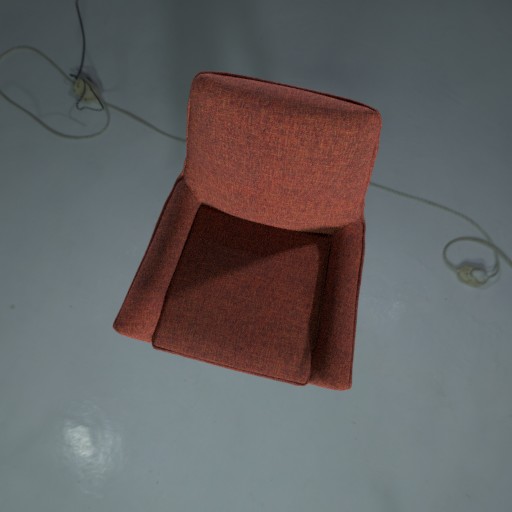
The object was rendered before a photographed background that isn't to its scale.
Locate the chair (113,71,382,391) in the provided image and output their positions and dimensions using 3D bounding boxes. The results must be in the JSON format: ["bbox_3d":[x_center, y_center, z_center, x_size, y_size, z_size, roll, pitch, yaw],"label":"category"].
[{"bbox_3d":[0.000,0.000,1.540,0.803,0.911,0.784,14,76,3],"label":"chair"}]
